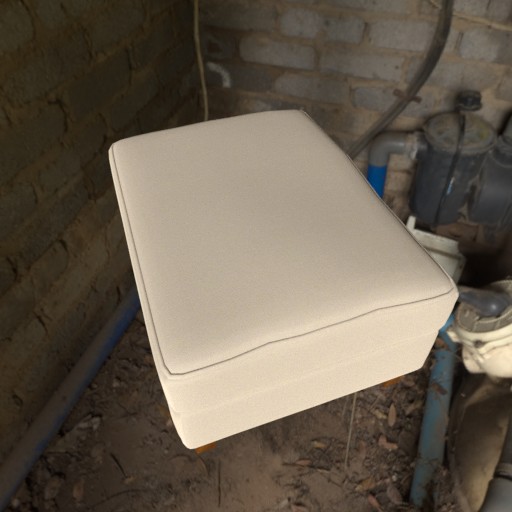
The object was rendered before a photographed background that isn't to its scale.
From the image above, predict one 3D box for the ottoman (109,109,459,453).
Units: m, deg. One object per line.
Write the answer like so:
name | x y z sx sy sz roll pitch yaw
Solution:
ottoman | 0.000 0.000 1.213 0.634 0.485 0.818 -14 48 -14
